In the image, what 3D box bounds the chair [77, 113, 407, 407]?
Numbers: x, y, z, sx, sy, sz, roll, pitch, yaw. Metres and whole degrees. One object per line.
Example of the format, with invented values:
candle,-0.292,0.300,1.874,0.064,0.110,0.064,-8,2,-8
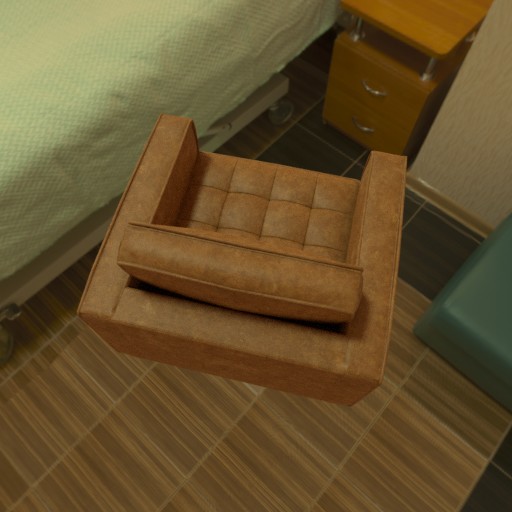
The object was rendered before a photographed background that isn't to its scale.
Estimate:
chair,0.000,0.000,1.559,0.928,0.767,0.798,12,64,6
